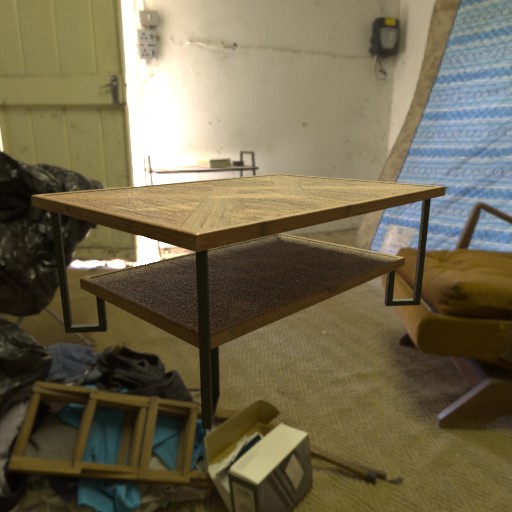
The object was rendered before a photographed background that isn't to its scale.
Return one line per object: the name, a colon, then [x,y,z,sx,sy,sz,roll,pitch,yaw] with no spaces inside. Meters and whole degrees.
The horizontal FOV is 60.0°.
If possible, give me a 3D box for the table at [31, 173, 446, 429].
table: [0.000,0.000,1.663,0.877,0.492,1.238,14,21,42]
